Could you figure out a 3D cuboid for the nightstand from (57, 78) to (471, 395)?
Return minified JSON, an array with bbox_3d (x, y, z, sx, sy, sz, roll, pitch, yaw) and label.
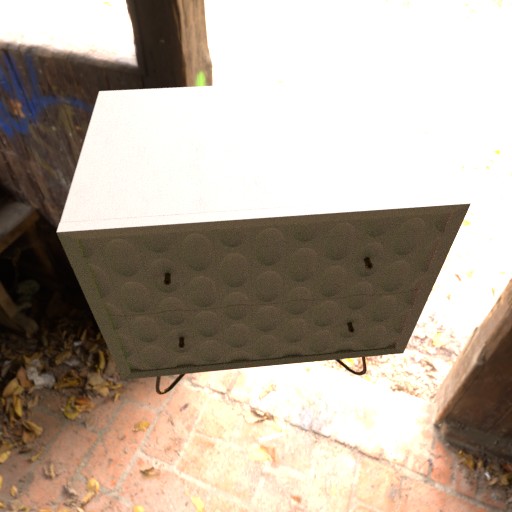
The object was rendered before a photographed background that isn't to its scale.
[{"bbox_3d":[0.000,0.000,1.014,0.614,0.604,0.447,-4,47,-4],"label":"nightstand"}]
